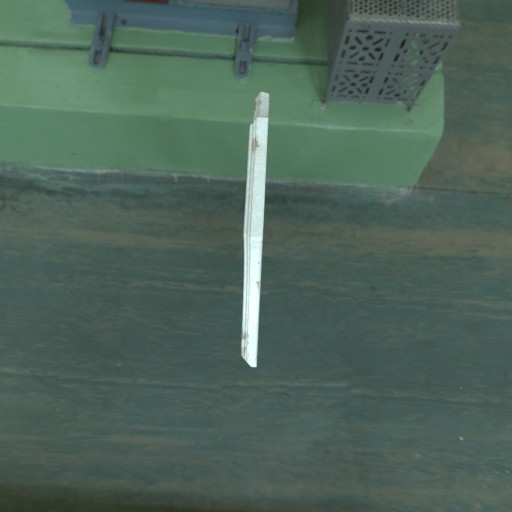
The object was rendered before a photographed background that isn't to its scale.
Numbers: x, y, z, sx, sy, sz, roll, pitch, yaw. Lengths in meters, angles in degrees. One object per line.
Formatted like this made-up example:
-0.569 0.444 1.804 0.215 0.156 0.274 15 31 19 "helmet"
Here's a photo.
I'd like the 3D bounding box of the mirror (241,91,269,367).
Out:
0.000 0.000 0.848 0.022 0.717 0.403 3 75 1 "mirror"
